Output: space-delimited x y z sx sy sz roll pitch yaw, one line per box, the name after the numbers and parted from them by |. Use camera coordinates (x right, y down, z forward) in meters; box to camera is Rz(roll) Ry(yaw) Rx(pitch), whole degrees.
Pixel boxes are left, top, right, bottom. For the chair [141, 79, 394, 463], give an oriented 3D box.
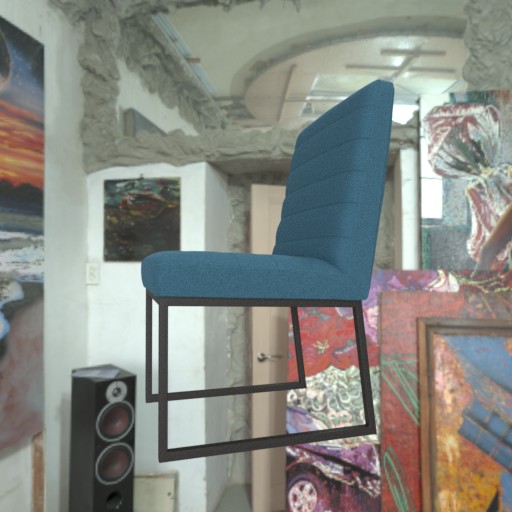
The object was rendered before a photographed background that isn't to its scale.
0.000 0.000 1.301 0.634 0.930 0.520 0 -1 -18 | chair
